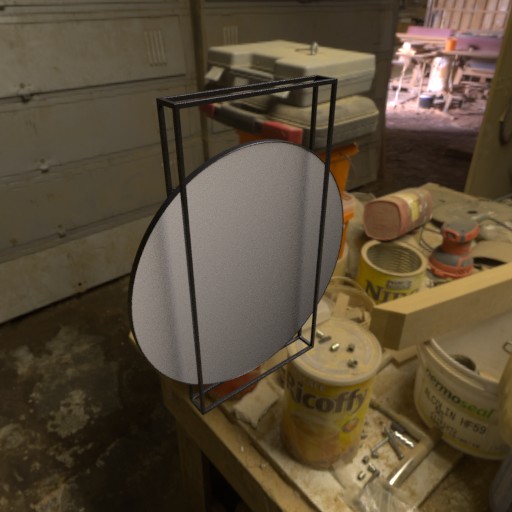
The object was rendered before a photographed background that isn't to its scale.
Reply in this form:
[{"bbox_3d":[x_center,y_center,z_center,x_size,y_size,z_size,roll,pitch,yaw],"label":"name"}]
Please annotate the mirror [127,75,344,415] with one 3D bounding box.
[{"bbox_3d":[0.000,0.000,0.835,0.508,0.603,0.051,-22,38,-33],"label":"mirror"}]
